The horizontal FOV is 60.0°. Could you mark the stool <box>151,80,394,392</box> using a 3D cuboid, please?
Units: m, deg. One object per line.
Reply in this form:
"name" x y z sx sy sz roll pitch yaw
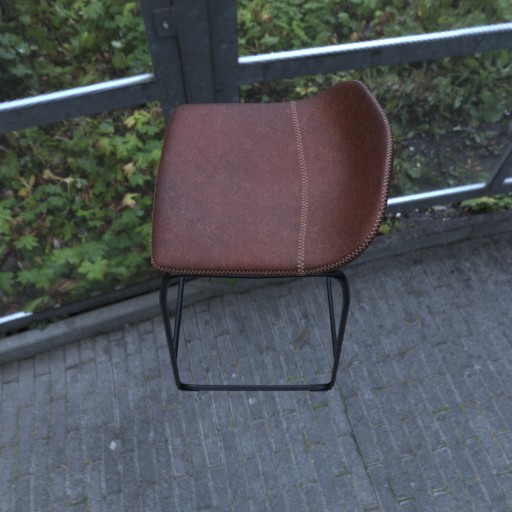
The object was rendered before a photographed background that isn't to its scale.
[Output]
"stool" 0.000 0.000 1.108 0.473 0.830 0.454 0 58 0
